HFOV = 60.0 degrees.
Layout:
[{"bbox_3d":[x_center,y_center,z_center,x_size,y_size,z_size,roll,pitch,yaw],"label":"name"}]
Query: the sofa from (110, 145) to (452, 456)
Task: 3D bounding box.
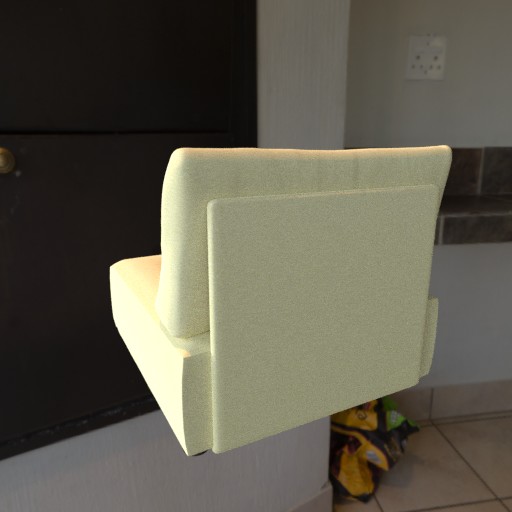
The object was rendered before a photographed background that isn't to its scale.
[{"bbox_3d":[0.000,0.000,1.681,0.930,0.820,1.000,-8,17,-27],"label":"sofa"}]
